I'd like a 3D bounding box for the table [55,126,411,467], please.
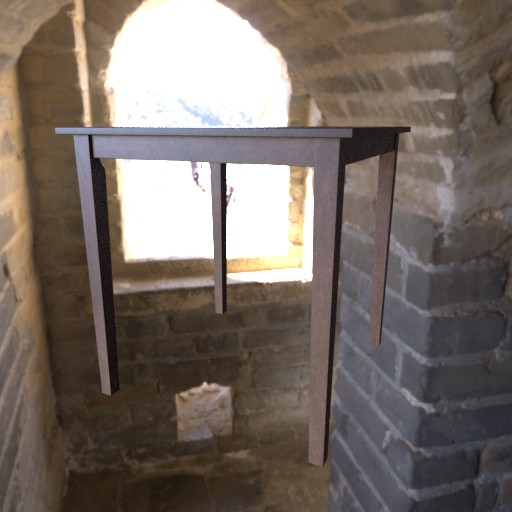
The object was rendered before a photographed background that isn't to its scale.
[{"bbox_3d":[0.000,0.000,1.376,0.749,0.770,0.749,8,18,25],"label":"table"}]
